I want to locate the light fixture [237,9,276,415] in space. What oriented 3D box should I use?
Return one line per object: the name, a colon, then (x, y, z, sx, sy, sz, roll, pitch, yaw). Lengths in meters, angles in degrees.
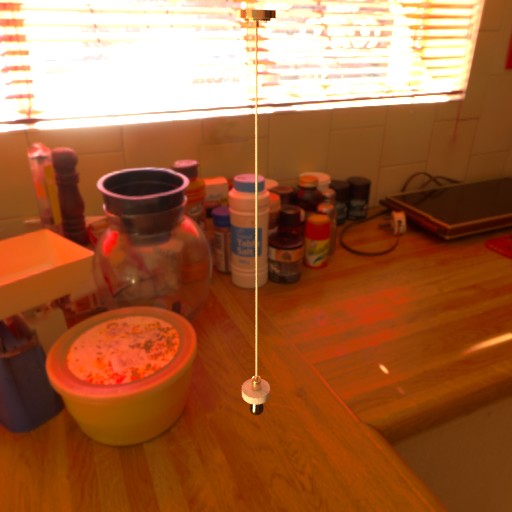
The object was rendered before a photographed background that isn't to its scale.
light fixture: (0.000, 0.000, 1.721, 0.129, 1.669, 0.129, 18, 32, 32)
